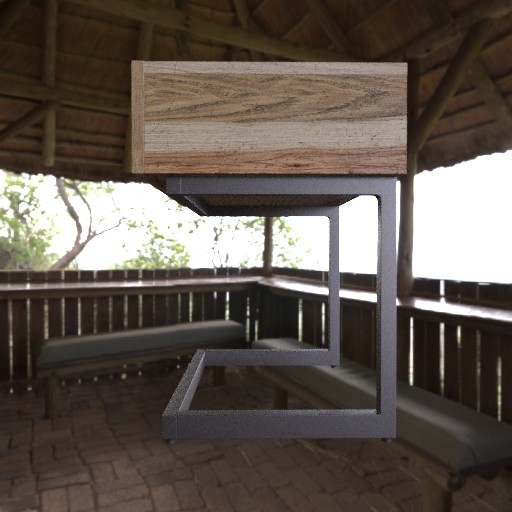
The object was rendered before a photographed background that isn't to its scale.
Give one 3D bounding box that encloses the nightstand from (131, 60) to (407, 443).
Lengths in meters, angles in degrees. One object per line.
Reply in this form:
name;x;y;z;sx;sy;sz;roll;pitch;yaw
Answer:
nightstand;0.000;0.000;0.993;0.481;0.632;0.558;0;1;-1
